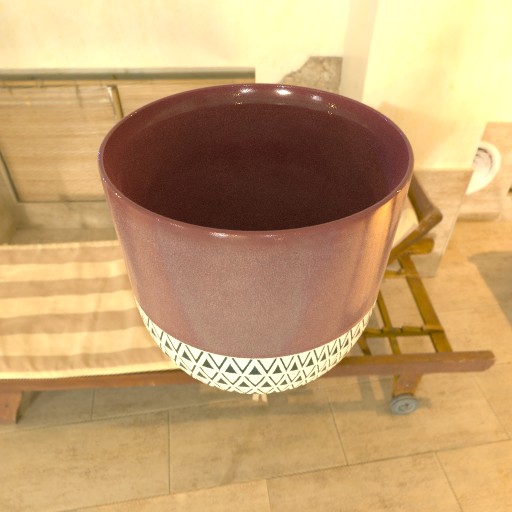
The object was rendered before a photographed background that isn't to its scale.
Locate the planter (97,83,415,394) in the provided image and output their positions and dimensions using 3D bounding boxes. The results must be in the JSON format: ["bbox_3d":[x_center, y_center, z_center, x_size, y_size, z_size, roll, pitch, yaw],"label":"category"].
[{"bbox_3d":[0.000,0.000,0.472,0.266,0.270,0.266,0,41,0],"label":"planter"}]
